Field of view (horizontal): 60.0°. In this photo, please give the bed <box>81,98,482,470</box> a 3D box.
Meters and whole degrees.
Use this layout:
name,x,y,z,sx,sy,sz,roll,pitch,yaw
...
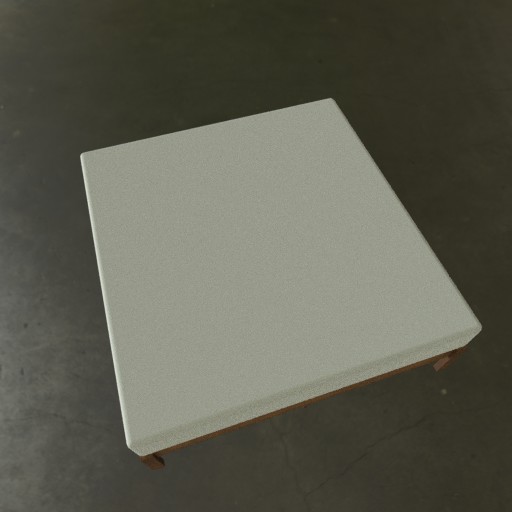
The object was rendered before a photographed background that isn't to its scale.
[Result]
name,x,y,z,sx,sy,sz,roll,pitch,yaw
bed,0.000,0.000,2.990,1.930,0.616,2.049,-16,59,-10
